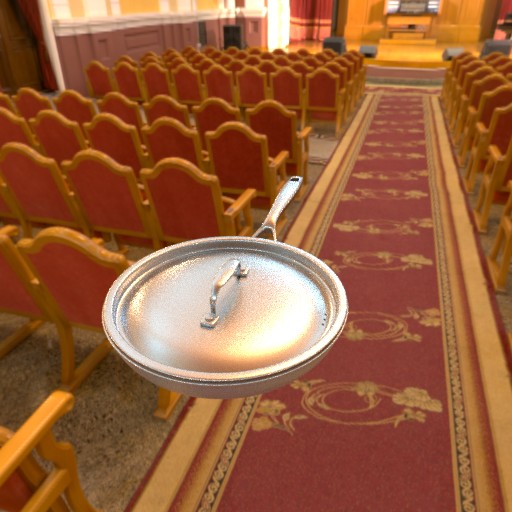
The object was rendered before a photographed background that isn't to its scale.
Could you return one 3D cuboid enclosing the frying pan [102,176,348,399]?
[{"bbox_3d":[0.000,0.000,0.599,0.272,0.086,0.490,9,32,15],"label":"frying pan"}]
